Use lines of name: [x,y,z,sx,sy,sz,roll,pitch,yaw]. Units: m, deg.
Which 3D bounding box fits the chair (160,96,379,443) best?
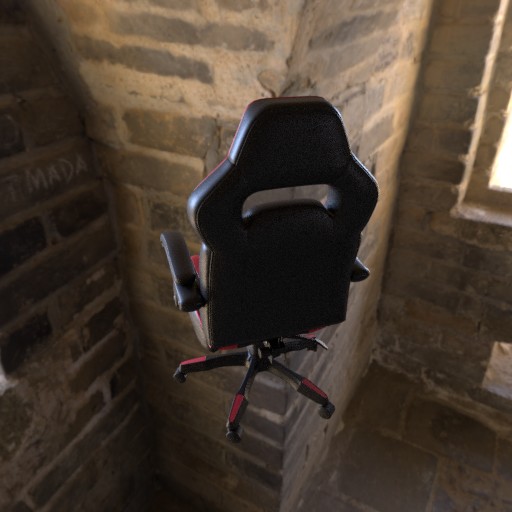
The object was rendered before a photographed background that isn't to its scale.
chair: [0.000,0.000,1.687,0.700,1.220,0.700,-9,29,-16]
